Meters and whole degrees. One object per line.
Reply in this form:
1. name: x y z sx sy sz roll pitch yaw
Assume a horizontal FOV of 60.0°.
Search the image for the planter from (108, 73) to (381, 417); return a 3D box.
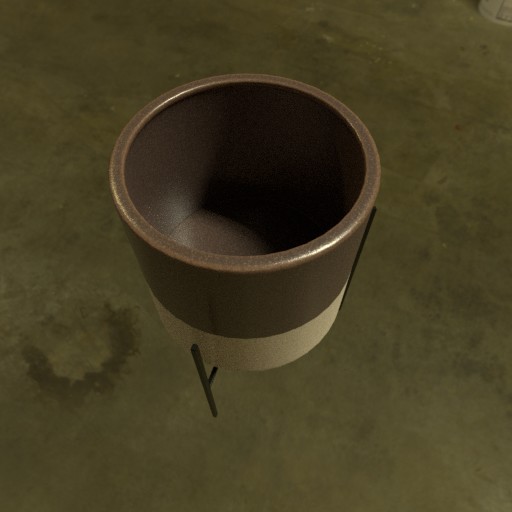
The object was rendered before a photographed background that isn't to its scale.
1. planter: 0.000 0.000 0.533 0.260 0.353 0.250 -15 58 -10
